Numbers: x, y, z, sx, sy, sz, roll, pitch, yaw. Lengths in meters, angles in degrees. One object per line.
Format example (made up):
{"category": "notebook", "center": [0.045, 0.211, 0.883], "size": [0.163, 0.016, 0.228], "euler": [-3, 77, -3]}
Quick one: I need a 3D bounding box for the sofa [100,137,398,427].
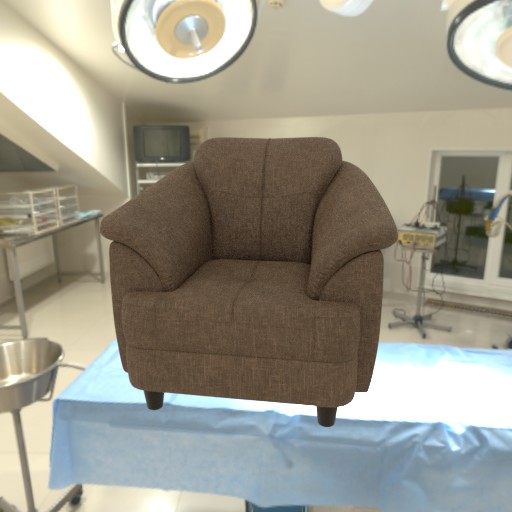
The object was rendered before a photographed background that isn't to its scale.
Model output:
{"category": "sofa", "center": [0.000, 0.000, 1.535], "size": [0.870, 0.811, 0.794], "euler": [2, 14, 9]}
